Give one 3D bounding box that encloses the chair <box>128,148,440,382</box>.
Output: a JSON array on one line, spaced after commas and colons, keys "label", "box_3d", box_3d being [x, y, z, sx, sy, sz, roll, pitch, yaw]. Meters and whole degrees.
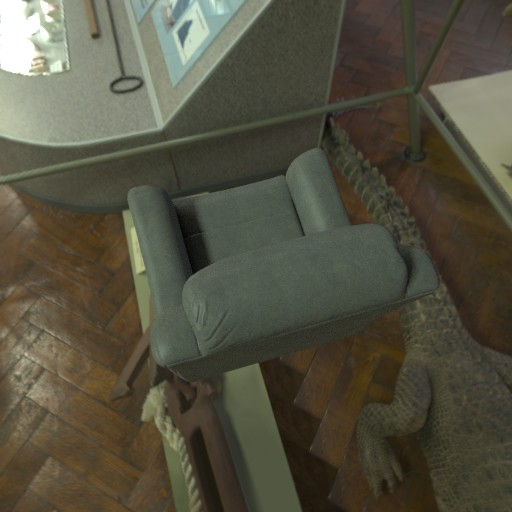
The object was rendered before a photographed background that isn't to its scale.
[{"label": "chair", "box_3d": [0.000, 0.000, 1.905, 0.965, 1.116, 1.068, -14, 59, -9]}]
